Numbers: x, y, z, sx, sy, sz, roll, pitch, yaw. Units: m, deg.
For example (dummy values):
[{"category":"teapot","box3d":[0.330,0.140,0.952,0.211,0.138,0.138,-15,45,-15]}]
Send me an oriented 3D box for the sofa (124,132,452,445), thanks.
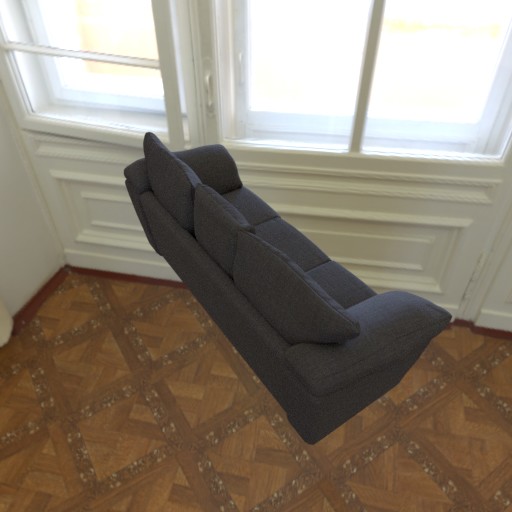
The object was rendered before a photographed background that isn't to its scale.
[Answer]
[{"category":"sofa","box3d":[0.000,0.000,2.934,0.883,1.080,2.336,-24,47,-25]}]
